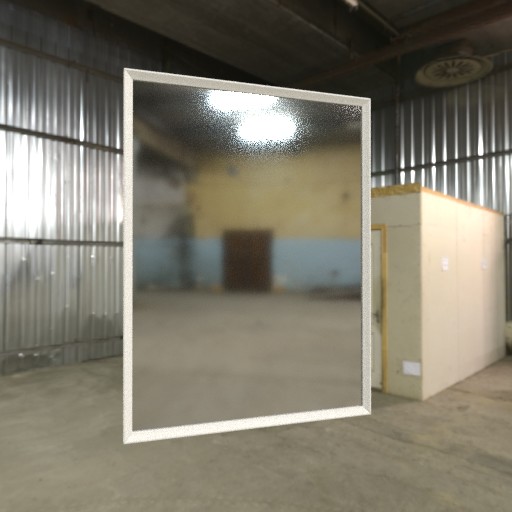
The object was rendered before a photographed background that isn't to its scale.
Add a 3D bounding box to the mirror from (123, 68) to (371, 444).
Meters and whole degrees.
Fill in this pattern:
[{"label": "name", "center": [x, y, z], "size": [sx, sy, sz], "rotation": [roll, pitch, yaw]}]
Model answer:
[{"label": "mirror", "center": [0.000, 0.000, 1.330], "size": [0.762, 1.016, 0.041], "rotation": [0, 0, -18]}]
